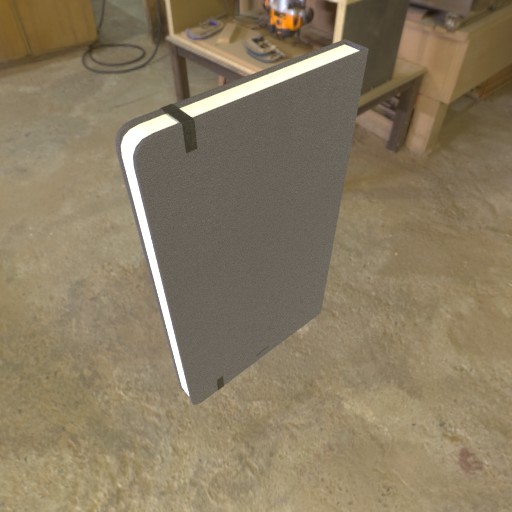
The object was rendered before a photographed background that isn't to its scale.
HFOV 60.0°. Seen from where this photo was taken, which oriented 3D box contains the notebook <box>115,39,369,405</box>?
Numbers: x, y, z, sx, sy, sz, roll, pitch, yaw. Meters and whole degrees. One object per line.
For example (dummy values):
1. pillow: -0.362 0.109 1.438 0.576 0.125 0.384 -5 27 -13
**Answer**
1. notebook: 0.000 0.000 0.263 0.127 0.213 0.016 -32 54 -26
